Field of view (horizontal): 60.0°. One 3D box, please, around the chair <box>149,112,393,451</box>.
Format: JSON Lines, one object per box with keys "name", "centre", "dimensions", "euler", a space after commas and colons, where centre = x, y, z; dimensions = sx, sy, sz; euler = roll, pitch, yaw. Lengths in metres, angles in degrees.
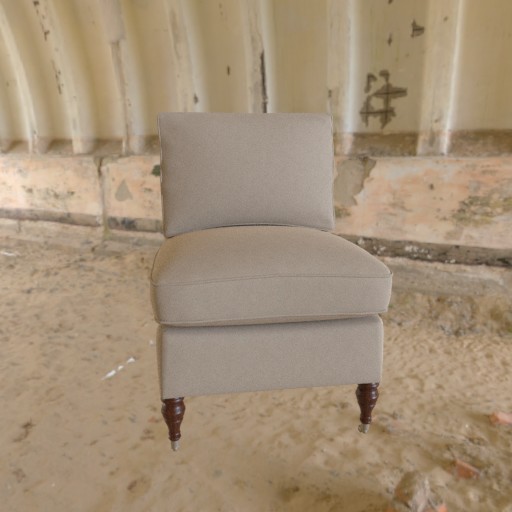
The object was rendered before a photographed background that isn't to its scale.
{"name": "chair", "centre": [0.000, 0.000, 1.654], "dimensions": [0.724, 1.052, 0.912], "euler": [-2, 14, -8]}
